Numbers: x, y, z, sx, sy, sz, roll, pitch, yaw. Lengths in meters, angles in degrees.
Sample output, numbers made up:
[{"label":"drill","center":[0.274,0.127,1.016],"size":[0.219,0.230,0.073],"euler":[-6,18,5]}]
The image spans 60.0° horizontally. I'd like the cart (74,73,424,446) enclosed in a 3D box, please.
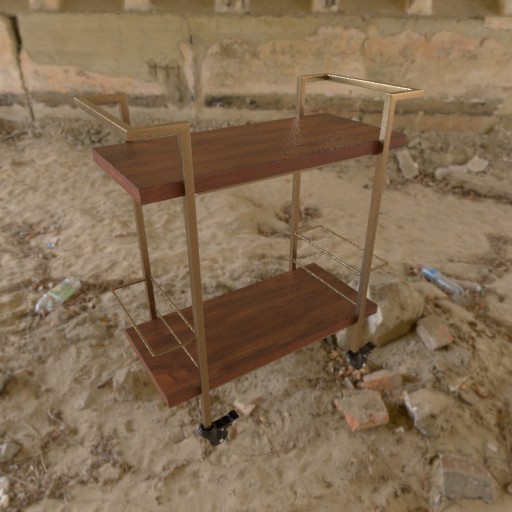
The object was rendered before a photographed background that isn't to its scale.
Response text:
[{"label":"cart","center":[0.000,0.000,1.155],"size":[0.695,0.807,0.364],"euler":[-18,34,-28]}]
